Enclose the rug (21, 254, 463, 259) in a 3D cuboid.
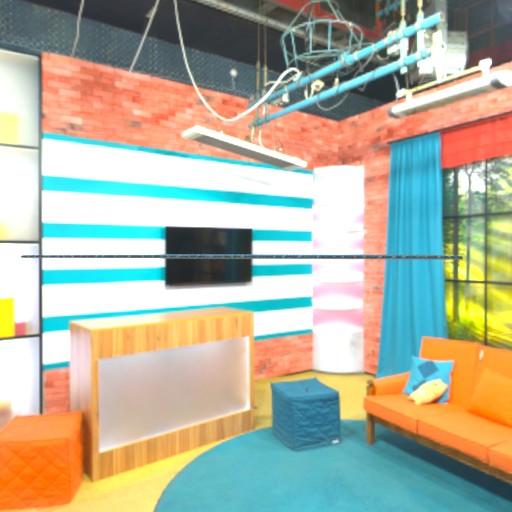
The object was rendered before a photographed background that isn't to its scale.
[{"bbox_3d":[0.000,0.000,2.786,2.144,0.015,1.543,0,0,16],"label":"rug"}]
